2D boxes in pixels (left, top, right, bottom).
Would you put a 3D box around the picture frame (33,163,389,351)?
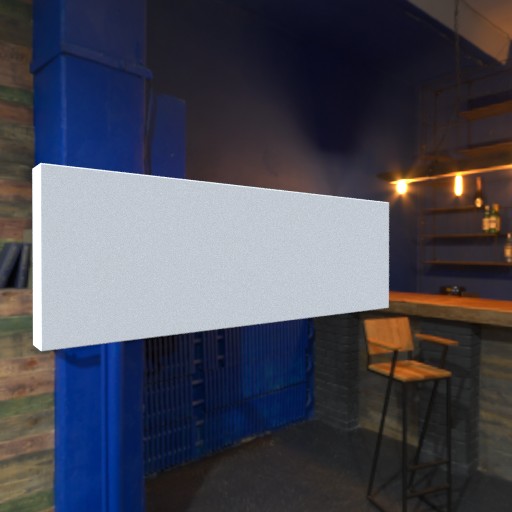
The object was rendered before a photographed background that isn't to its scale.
[{"bbox_3d":[0.000,0.000,0.840,0.759,0.250,0.050,0,1,-38],"label":"picture frame"}]
